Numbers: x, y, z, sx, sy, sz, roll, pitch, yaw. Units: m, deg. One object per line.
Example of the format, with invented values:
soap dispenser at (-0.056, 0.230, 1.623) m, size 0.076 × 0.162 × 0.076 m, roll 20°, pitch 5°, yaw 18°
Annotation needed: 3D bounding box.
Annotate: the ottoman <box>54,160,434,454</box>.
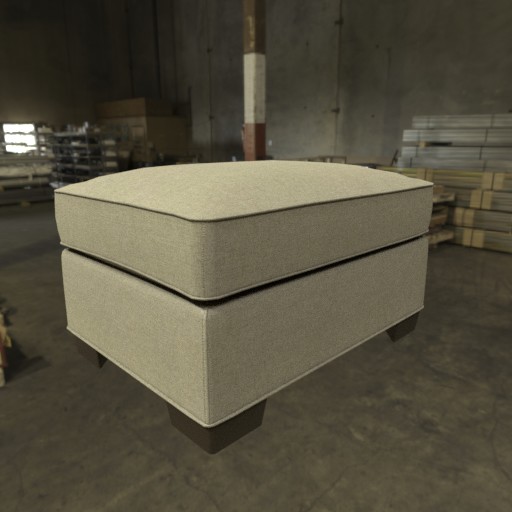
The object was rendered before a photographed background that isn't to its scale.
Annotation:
ottoman at (0.000, 0.000, 1.222) m, size 0.843 × 0.504 × 0.619 m, roll -14°, pitch 20°, yaw -43°
